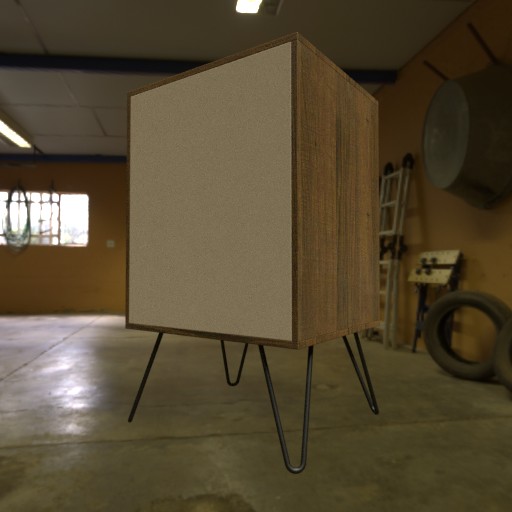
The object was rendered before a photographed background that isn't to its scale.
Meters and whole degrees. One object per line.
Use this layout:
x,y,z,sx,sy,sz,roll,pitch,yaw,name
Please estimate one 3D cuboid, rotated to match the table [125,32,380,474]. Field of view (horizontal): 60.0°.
0.000,0.000,1.195,0.526,0.866,0.457,-1,-2,35,table
